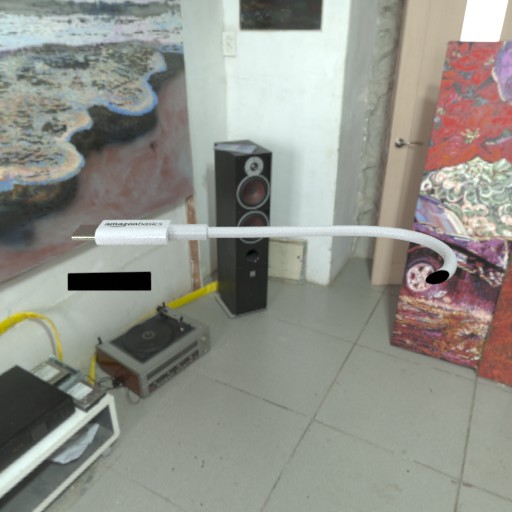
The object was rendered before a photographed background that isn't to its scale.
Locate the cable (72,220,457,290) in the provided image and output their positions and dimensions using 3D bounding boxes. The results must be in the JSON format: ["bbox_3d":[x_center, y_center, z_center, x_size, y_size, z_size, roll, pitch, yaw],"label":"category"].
[{"bbox_3d":[0.000,0.000,0.109,0.098,0.006,0.040,0,27,0],"label":"cable"}]
